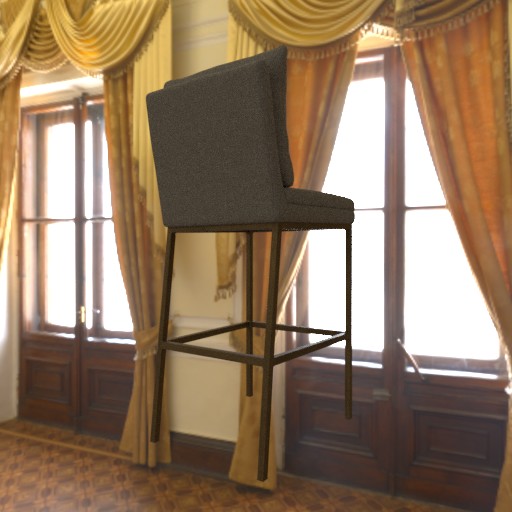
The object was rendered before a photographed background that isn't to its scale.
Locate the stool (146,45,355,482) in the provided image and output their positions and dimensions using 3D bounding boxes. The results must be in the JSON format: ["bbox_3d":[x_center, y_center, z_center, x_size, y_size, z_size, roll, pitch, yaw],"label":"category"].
[{"bbox_3d":[0.000,0.000,1.449,0.463,1.132,0.569,0,1,35],"label":"stool"}]
